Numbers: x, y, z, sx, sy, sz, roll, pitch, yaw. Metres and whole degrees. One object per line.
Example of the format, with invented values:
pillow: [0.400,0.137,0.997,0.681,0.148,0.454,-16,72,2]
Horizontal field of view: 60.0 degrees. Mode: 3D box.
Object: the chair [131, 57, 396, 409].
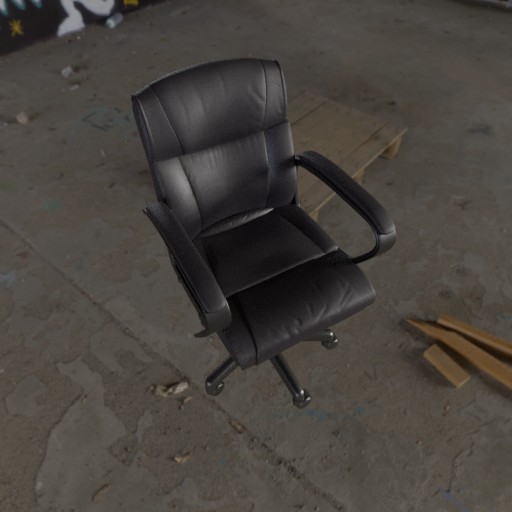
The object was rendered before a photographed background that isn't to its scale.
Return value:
chair: [0.000,0.000,1.395,0.576,0.998,0.641,-23,50,-20]
